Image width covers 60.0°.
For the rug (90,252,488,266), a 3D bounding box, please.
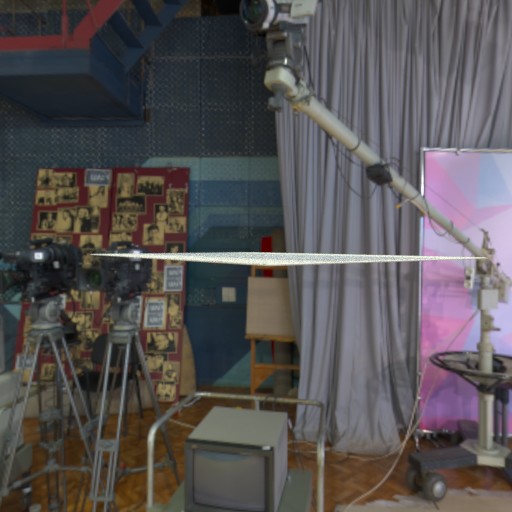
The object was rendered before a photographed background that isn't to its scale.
[{"bbox_3d":[0.000,0.000,2.352,1.219,0.005,1.828,-1,2,-35],"label":"rug"}]
